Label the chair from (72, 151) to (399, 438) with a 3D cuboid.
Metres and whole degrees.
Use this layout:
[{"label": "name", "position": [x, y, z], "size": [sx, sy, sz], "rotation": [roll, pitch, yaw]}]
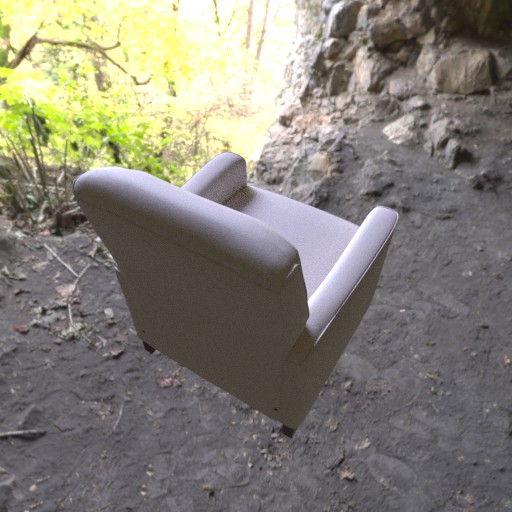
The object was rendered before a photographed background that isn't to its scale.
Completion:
[{"label": "chair", "position": [0.000, 0.000, 1.672], "size": [0.841, 1.028, 0.858], "rotation": [24, 51, 21]}]
